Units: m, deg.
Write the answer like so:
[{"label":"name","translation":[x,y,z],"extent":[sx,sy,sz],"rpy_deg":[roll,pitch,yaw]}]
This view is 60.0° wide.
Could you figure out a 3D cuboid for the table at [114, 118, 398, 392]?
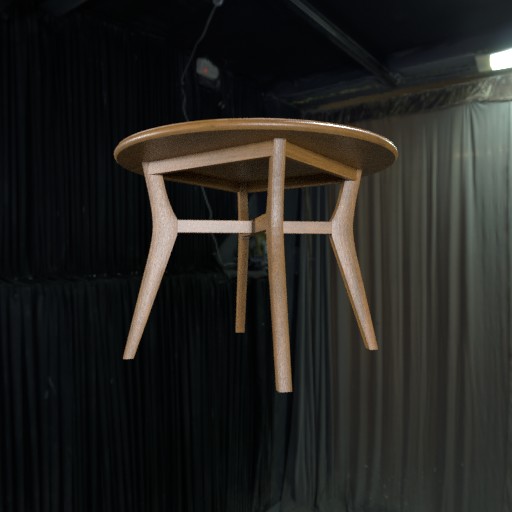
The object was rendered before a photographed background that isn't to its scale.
[{"label":"table","translation":[0.000,0.000,1.729],"extent":[1.055,0.757,1.055],"rpy_deg":[0,0,0]}]
